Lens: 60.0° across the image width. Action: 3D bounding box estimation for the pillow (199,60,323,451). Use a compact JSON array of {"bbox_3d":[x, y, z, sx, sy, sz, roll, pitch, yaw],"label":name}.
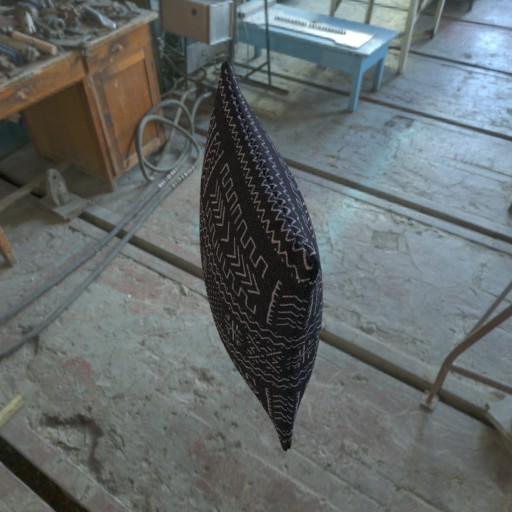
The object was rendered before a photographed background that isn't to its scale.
[{"bbox_3d":[0.000,0.000,0.674,0.164,0.430,0.438,-10,47,-9],"label":"pillow"}]
